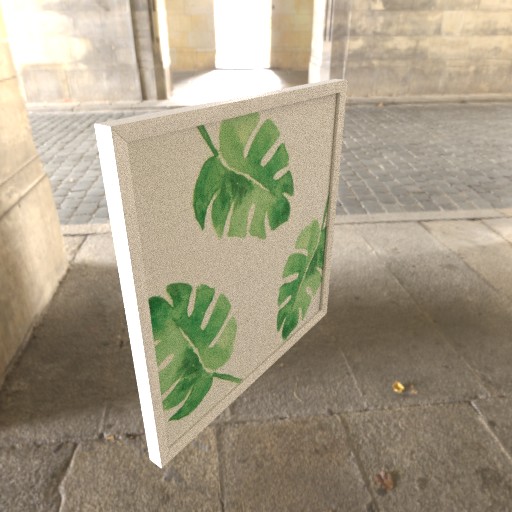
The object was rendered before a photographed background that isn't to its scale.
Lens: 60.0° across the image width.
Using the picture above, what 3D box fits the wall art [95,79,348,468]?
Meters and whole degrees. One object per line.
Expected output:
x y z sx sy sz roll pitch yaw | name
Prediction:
0.000 0.000 1.109 0.040 0.762 0.762 20 34 32 | wall art
